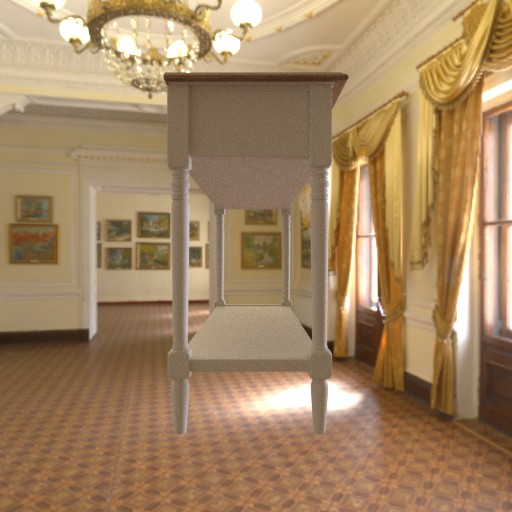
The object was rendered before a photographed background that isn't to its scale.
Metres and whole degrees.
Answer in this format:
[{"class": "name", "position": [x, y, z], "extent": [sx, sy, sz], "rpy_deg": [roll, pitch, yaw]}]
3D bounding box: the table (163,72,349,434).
[{"class": "table", "position": [0.000, 0.000, 1.563], "extent": [0.399, 0.800, 1.219], "rpy_deg": [0, 0, 0]}]
